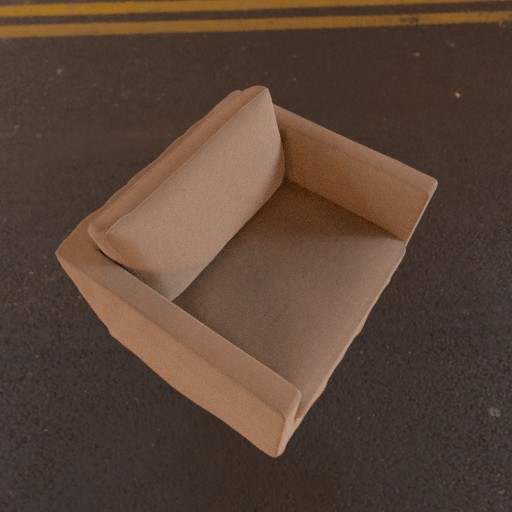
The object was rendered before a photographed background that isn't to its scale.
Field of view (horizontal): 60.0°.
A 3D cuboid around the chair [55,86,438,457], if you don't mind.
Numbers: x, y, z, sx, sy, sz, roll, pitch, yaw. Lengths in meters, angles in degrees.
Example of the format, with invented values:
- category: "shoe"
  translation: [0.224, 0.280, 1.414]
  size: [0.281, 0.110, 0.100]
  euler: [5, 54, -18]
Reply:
- category: "chair"
  translation: [0.000, 0.000, 1.751]
  size: [0.949, 0.867, 1.057]
  euler: [31, 63, 18]
